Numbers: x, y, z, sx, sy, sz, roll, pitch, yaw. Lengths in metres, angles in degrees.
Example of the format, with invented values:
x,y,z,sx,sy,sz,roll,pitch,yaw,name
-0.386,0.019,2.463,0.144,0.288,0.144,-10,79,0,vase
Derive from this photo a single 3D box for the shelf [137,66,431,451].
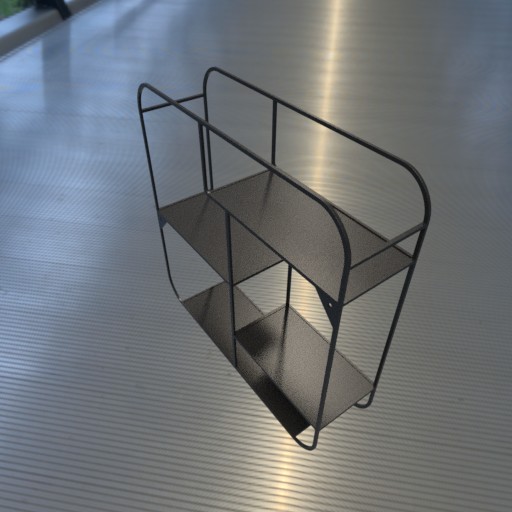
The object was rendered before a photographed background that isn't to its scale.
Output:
x,y,z,sx,sy,sz,roll,pitch,yaw,name
0.000,0.000,0.917,0.160,0.600,0.600,-26,47,-27,shelf
